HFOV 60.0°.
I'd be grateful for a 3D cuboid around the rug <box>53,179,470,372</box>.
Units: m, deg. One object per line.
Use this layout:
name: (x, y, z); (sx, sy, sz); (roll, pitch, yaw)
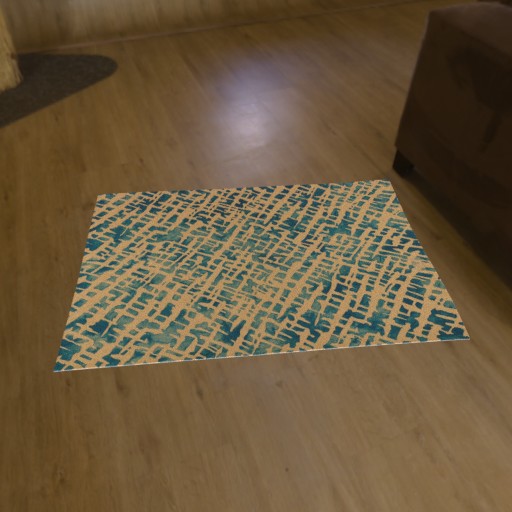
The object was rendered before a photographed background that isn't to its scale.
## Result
rug: (0.000, 0.000, 2.350); (1.830, 0.011, 1.209); (-4, 46, -4)
